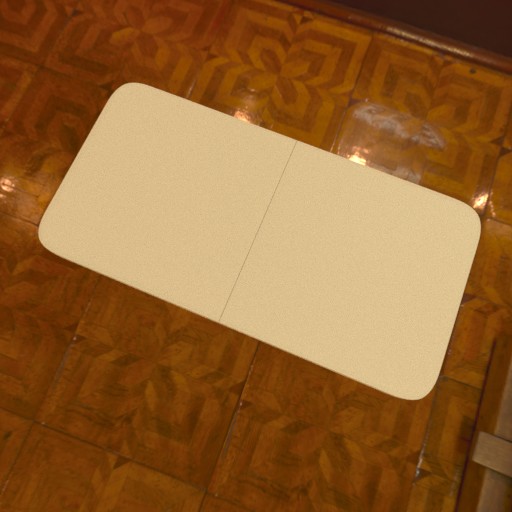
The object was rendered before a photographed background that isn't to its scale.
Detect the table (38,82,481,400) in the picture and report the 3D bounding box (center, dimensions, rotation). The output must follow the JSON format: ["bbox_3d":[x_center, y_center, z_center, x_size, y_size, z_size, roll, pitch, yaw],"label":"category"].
[{"bbox_3d":[0.000,0.000,1.665,1.245,0.737,0.611,22,76,6],"label":"table"}]
